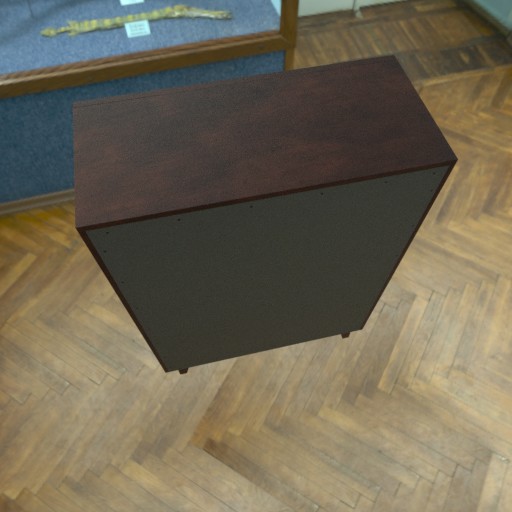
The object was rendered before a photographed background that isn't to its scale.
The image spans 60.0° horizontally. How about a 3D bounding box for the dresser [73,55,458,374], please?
[{"bbox_3d":[0.000,0.000,1.984,1.072,1.514,0.506,-11,60,-6],"label":"dresser"}]
